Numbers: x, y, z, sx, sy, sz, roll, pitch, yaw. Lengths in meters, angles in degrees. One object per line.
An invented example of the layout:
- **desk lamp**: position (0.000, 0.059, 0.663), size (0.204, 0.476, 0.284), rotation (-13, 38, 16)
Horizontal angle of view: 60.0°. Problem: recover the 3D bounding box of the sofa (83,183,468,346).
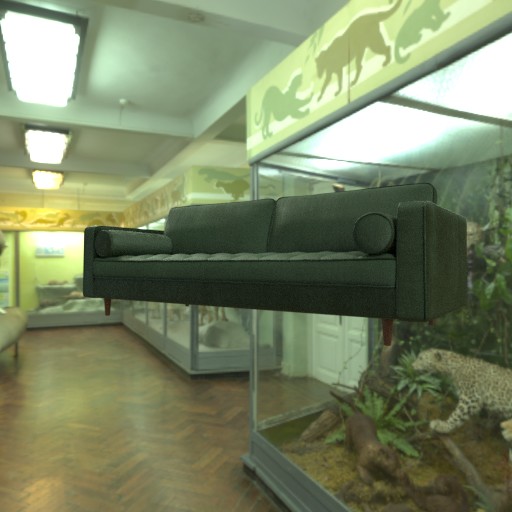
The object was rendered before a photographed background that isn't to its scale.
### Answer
- **sofa**: position (0.000, 0.000, 2.666), size (2.199, 0.769, 0.918), rotation (-1, -1, 35)
